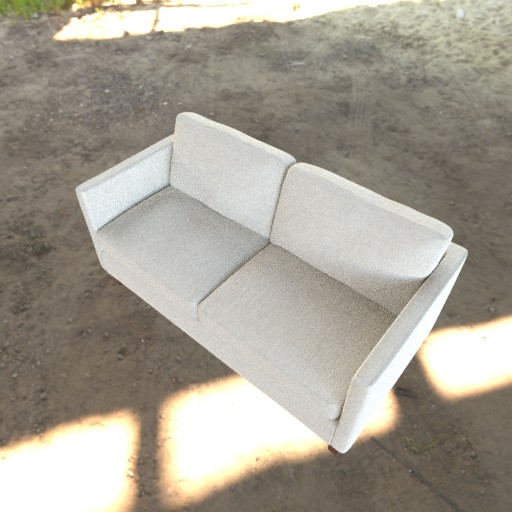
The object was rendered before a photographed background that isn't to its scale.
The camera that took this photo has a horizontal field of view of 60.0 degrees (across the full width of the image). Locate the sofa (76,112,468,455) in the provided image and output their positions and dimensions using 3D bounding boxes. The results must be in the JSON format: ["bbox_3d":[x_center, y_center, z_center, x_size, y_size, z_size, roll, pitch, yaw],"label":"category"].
[{"bbox_3d":[0.000,0.000,2.423,1.838,0.963,0.950,31,53,27],"label":"sofa"}]
